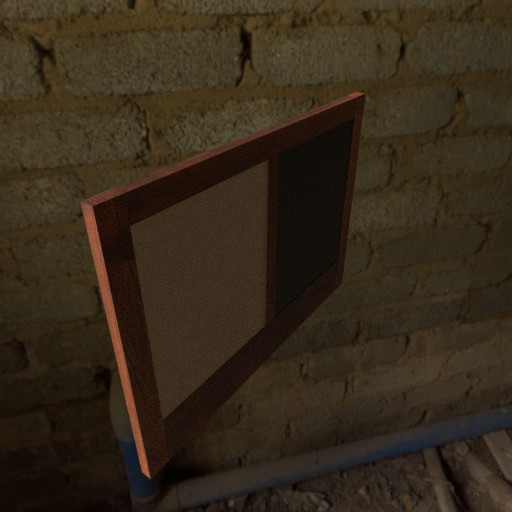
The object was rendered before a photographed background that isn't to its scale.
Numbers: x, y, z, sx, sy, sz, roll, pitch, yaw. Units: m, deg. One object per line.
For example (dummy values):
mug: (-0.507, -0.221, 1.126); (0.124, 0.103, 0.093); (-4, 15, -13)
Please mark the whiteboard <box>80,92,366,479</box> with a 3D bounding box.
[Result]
whiteboard: (0.000, 0.000, 0.953); (0.083, 0.553, 0.768); (21, 38, 30)
